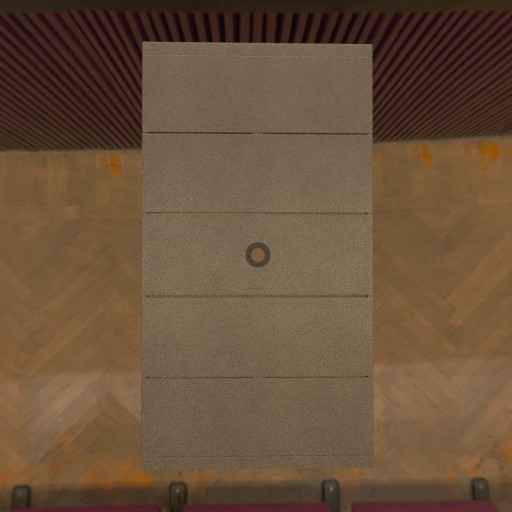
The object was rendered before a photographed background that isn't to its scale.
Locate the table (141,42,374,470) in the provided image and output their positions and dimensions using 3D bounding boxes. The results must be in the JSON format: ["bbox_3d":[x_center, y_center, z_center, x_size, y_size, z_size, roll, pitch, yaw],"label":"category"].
[{"bbox_3d":[0.000,0.000,2.111,0.914,0.735,1.680,0,89,-1],"label":"table"}]
